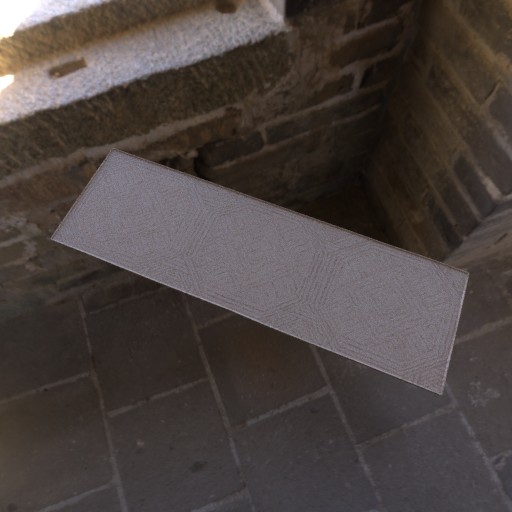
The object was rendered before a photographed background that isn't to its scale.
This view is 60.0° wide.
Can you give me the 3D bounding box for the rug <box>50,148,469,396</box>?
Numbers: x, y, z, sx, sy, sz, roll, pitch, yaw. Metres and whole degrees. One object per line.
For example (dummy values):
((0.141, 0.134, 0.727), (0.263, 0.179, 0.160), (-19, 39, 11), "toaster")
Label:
((0.000, 0.000, 2.706), (2.452, 0.012, 0.775), (20, 66, 9), "rug")
